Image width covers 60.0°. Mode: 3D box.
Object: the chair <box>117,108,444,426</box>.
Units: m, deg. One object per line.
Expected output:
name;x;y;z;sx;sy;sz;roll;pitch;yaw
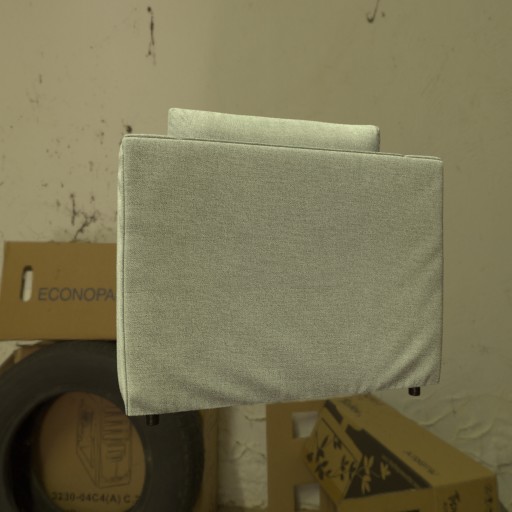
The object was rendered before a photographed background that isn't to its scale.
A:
chair;0.000;0.000;1.992;1.194;1.059;1.071;0;0;-17
